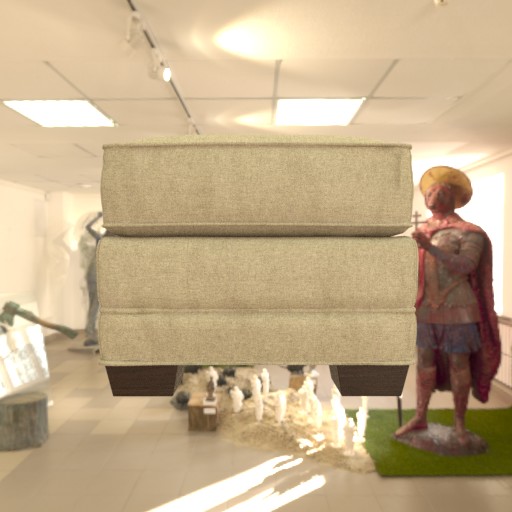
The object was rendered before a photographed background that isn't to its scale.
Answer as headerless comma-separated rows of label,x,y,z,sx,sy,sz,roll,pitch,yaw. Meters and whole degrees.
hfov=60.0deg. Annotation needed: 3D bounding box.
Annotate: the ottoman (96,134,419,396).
ottoman,0.000,0.000,1.209,0.611,0.508,0.848,0,1,0
